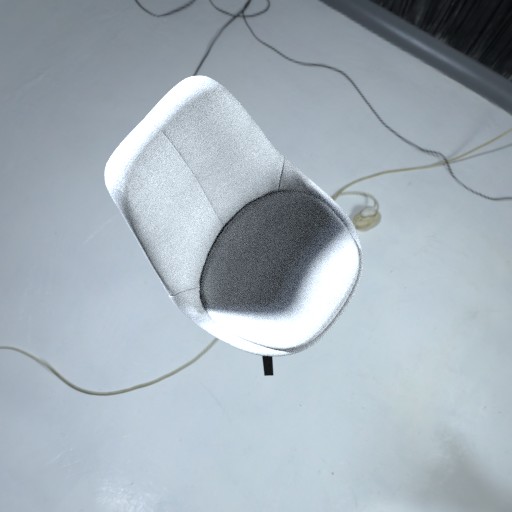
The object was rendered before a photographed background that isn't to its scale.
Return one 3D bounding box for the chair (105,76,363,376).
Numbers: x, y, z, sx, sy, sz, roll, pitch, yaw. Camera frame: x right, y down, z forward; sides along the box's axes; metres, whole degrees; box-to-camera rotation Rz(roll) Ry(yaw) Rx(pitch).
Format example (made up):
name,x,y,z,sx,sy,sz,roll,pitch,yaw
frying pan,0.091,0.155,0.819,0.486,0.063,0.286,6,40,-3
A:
name,x,y,z,sx,sy,sz,roll,pitch,yaw
chair,0.000,0.000,1.207,0.550,0.850,0.485,36,78,9
